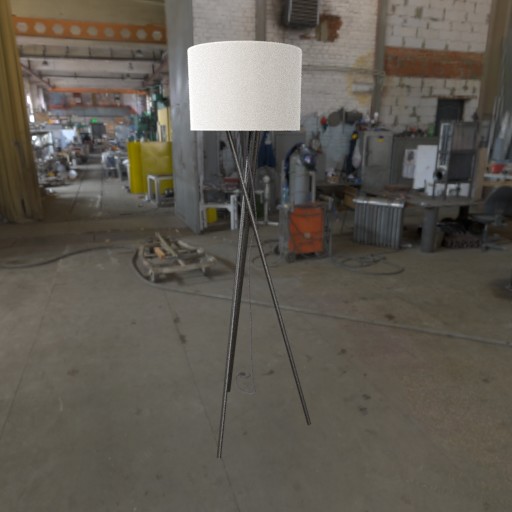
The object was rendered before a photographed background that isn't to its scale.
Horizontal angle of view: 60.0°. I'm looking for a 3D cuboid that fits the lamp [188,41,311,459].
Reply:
[{"bbox_3d":[0.000,0.000,1.925,0.522,1.624,0.667,8,18,26],"label":"lamp"}]
